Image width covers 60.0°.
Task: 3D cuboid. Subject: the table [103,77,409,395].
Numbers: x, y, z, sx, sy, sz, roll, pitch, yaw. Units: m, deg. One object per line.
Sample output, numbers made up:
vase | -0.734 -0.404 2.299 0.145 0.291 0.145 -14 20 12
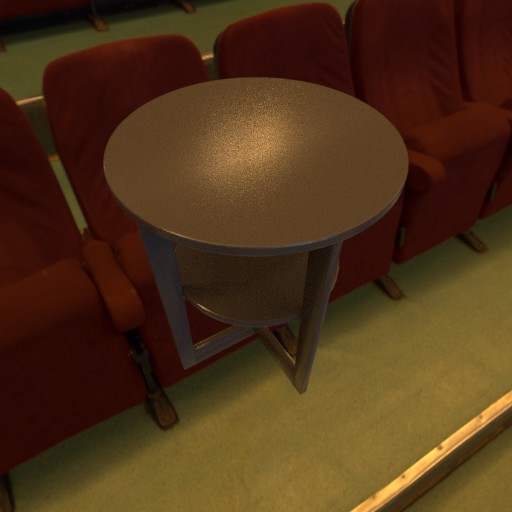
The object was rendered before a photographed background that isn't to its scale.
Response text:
table | 0.000 0.000 0.942 0.500 0.550 0.500 0 46 0
